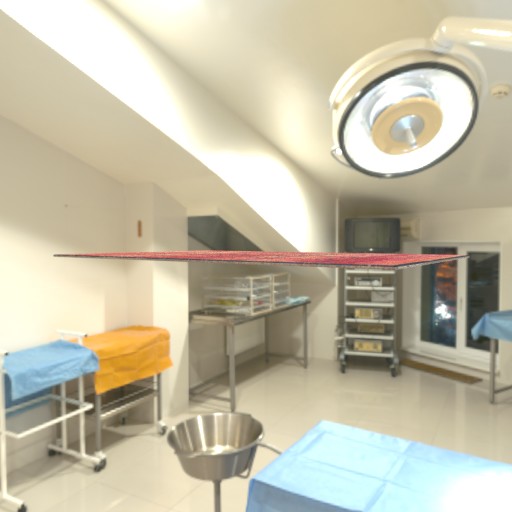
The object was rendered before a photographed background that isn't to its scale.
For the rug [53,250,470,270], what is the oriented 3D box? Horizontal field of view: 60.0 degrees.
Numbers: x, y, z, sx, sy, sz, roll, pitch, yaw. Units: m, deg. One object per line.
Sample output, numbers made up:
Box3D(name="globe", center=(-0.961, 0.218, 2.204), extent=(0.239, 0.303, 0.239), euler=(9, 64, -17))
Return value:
Box3D(name="rug", center=(0.000, 0.000, 3.064), extent=(2.449, 0.018, 1.539), euler=(1, 2, 36))
